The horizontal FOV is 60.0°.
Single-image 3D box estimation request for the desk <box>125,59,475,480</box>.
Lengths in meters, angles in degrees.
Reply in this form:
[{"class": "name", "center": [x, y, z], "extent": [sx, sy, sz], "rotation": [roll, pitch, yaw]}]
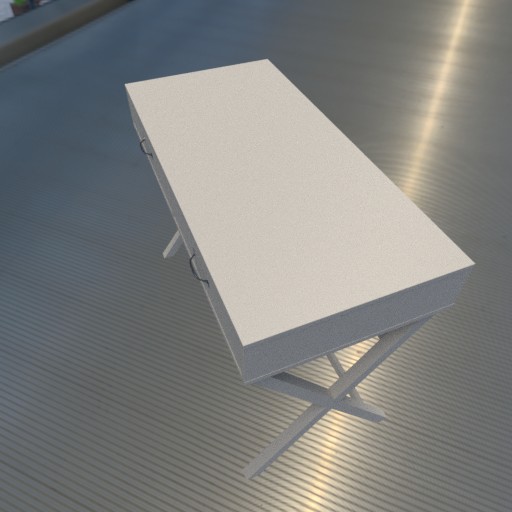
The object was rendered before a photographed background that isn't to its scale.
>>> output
[{"class": "desk", "center": [0.000, 0.000, 1.446], "extent": [0.525, 0.780, 1.057], "rotation": [-17, 49, -15]}]
